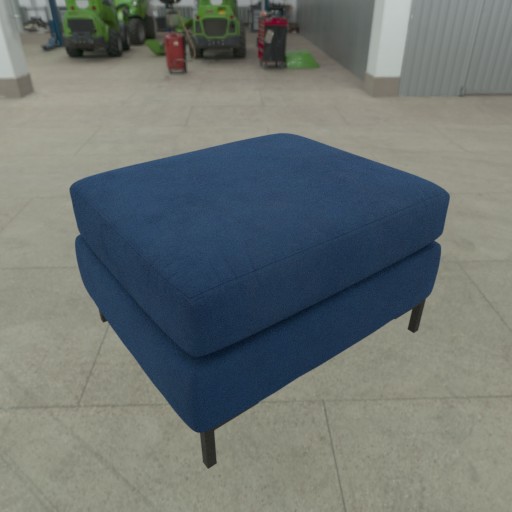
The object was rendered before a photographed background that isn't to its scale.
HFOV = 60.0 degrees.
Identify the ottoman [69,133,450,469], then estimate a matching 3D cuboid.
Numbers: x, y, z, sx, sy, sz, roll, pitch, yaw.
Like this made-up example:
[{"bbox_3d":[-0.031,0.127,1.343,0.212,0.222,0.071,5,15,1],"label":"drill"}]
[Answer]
[{"bbox_3d":[0.000,0.000,1.203,0.794,0.485,0.655,-22,38,-31],"label":"ottoman"}]
